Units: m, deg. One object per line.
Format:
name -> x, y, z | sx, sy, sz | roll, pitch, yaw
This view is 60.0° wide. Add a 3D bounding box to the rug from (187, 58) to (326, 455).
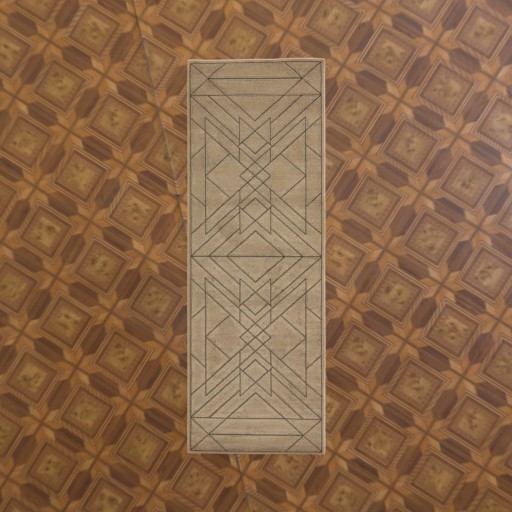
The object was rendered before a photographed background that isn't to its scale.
rug -> 0.000, 0.000, 2.667 | 0.831, 0.036, 2.381 | 0, 90, 2
